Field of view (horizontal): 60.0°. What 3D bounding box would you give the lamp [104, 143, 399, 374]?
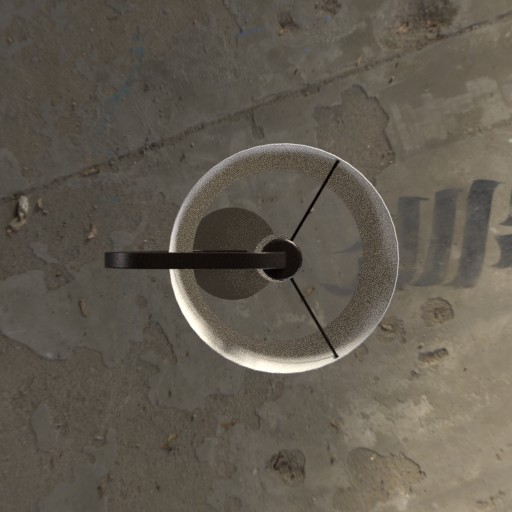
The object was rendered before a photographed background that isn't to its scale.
[{"bbox_3d":[0.000,0.000,0.620,0.288,0.473,0.230,0,91,1],"label":"lamp"}]
